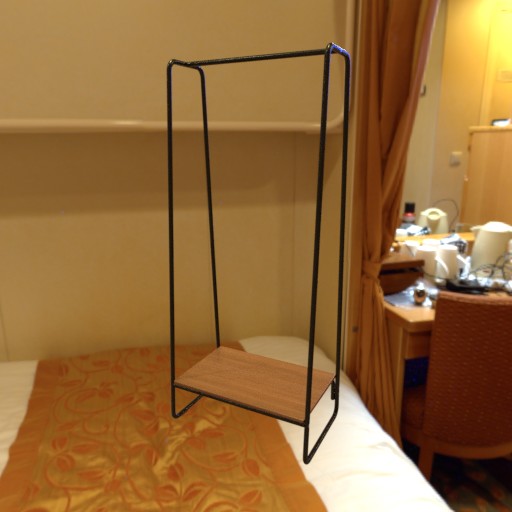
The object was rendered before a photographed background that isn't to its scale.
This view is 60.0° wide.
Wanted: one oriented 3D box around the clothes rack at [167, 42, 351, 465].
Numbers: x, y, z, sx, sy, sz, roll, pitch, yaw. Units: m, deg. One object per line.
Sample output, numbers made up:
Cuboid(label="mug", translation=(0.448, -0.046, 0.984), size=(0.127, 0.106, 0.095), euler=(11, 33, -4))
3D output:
Cuboid(label="clothes rack", translation=(0.000, 0.000, 1.793), size=(0.640, 1.500, 0.400), euler=(8, 16, 27))
